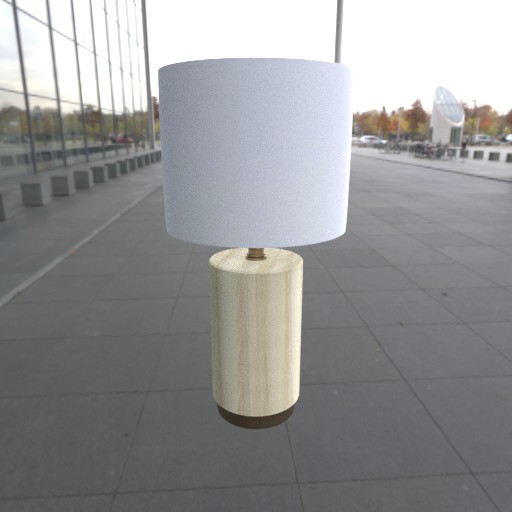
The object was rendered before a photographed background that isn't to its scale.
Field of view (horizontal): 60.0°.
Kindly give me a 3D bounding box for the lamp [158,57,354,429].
[{"bbox_3d":[0.000,0.000,0.579,0.228,0.444,0.228,3,16,11],"label":"lamp"}]
